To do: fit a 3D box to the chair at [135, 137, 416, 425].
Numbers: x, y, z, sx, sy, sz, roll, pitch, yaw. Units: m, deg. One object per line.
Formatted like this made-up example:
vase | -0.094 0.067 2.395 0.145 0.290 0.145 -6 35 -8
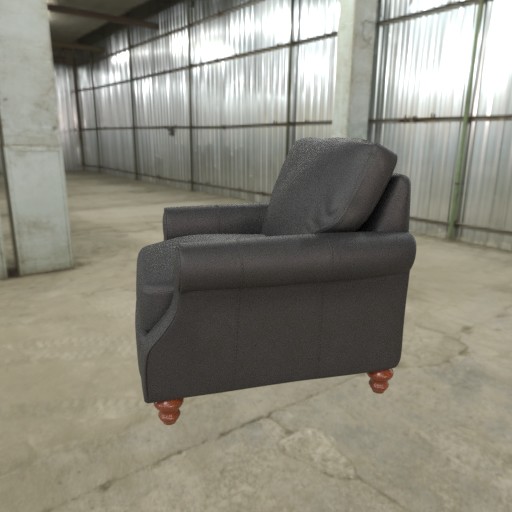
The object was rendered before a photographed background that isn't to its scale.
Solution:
chair | 0.000 0.000 1.848 1.027 0.960 1.015 -2 15 -9
